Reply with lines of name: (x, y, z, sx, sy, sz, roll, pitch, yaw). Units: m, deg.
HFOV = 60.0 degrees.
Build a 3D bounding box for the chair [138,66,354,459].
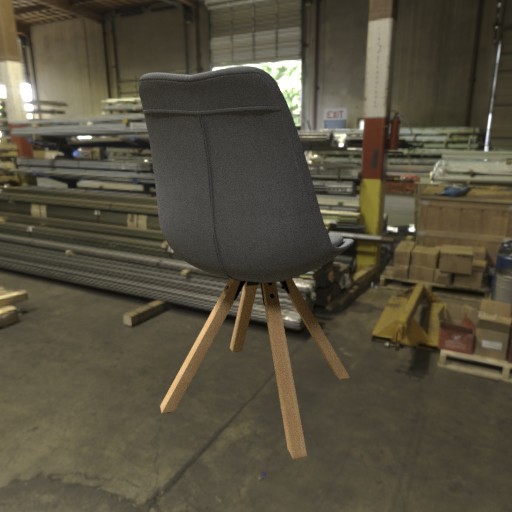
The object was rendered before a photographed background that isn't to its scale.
chair: (0.000, 0.000, 1.178, 0.474, 0.863, 0.549, 8, 18, 26)
